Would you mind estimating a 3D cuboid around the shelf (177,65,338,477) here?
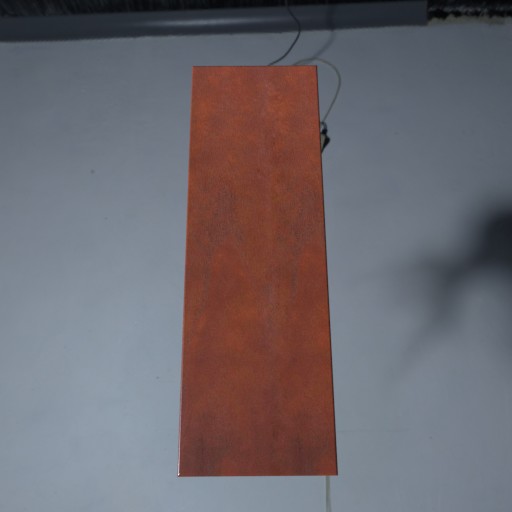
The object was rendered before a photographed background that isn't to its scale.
[{"bbox_3d":[0.000,0.000,0.523,0.152,0.088,0.457,0,75,0],"label":"shelf"}]
